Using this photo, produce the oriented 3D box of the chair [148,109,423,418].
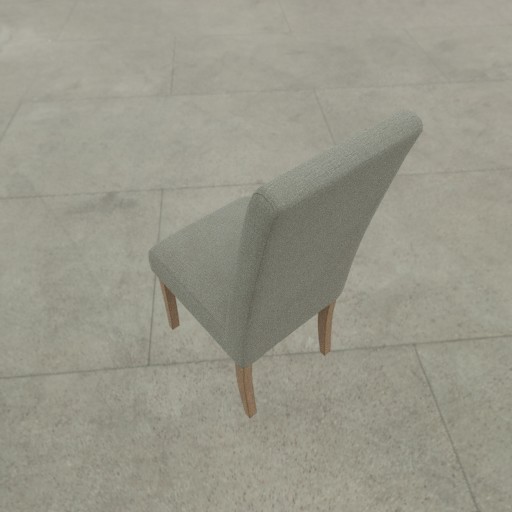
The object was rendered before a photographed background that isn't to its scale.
[{"bbox_3d":[0.000,0.000,1.357,0.450,1.033,0.611,-32,54,-27],"label":"chair"}]
